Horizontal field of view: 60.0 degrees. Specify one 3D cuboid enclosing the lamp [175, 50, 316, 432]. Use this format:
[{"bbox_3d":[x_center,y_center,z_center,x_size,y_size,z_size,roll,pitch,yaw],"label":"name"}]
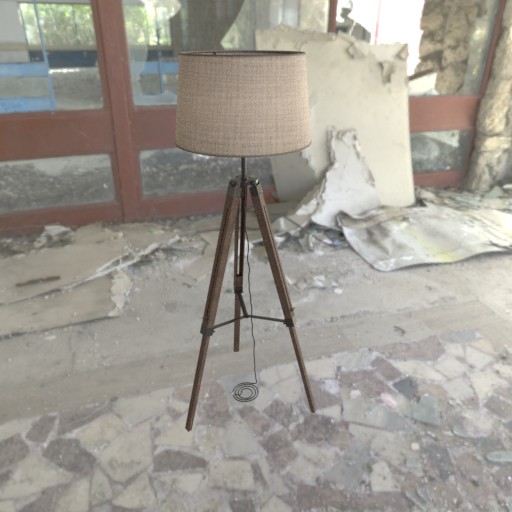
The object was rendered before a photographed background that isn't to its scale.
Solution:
[{"bbox_3d":[0.000,0.000,1.808,0.587,1.510,0.604,8,28,16],"label":"lamp"}]
